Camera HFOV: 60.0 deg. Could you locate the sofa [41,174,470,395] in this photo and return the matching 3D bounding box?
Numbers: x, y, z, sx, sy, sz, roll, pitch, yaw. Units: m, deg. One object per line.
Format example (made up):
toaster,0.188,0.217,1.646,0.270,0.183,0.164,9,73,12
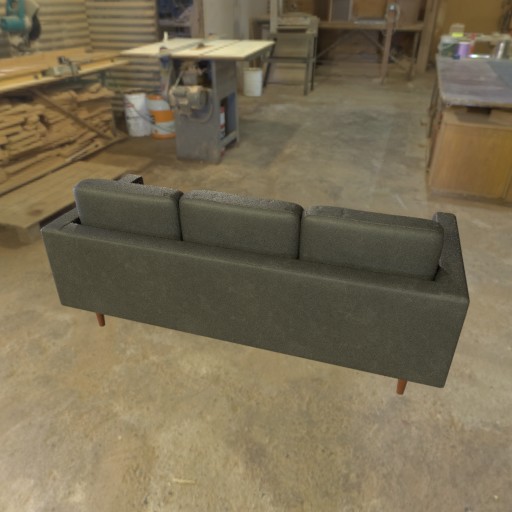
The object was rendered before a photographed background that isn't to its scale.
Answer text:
sofa,0.000,0.000,2.459,2.029,0.899,0.879,9,32,15
